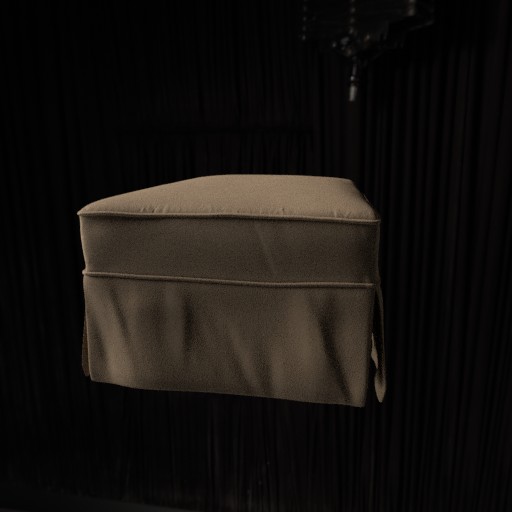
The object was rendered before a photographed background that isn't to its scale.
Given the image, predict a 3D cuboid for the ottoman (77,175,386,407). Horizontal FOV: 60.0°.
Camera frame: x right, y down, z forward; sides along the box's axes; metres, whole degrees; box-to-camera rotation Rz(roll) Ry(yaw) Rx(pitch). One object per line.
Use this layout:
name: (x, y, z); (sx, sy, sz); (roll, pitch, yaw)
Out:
ottoman: (0.000, 0.000, 1.377); (0.721, 0.482, 0.959); (2, 14, 9)
